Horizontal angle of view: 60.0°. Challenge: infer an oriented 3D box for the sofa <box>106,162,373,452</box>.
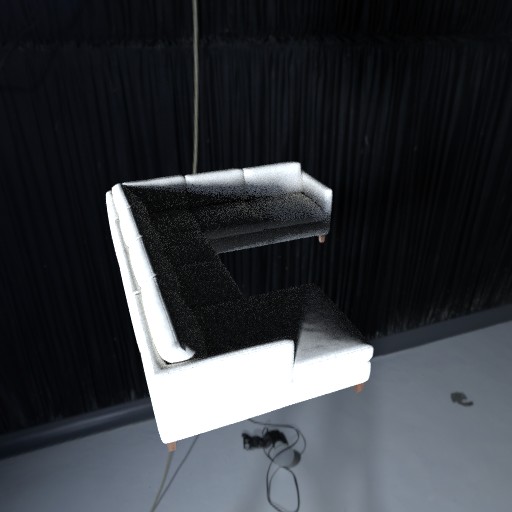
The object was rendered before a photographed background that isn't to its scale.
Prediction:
[{"bbox_3d":[0.000,0.000,4.382,2.551,0.853,3.238,-11,31,-18],"label":"sofa"}]
